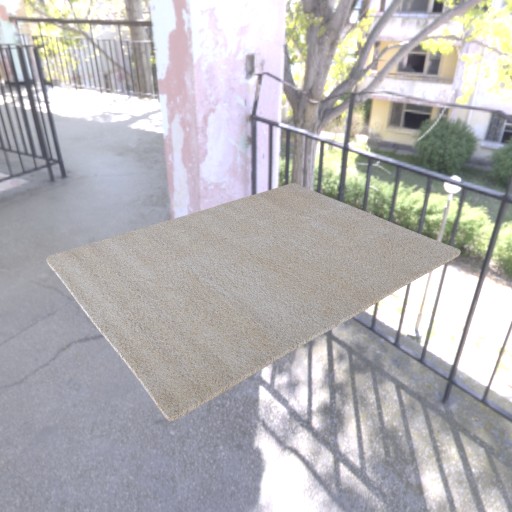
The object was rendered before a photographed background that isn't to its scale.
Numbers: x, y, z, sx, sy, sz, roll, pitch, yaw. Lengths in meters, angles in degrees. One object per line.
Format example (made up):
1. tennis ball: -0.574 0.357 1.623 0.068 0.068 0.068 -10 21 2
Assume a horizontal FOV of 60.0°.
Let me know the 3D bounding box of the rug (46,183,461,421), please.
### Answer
1. rug: 0.000 0.000 2.121 1.600 0.025 1.199 -22 36 -33
